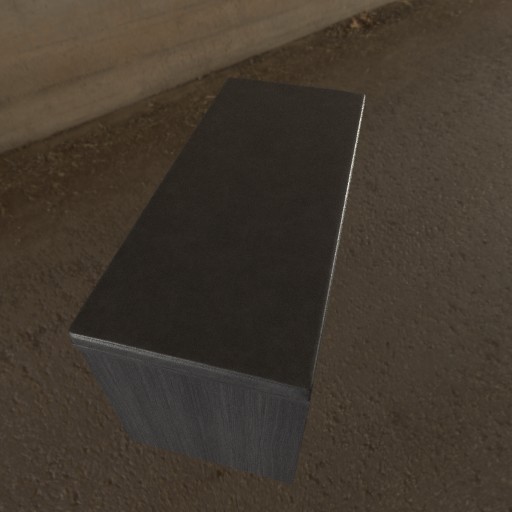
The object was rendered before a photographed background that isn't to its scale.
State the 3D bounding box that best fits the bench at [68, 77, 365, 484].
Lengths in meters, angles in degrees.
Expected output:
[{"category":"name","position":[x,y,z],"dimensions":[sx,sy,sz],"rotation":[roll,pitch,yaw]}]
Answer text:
[{"category":"bench","position":[0.000,0.000,1.151],"dimensions":[0.401,0.501,0.905],"rotation":[11,49,10]}]
